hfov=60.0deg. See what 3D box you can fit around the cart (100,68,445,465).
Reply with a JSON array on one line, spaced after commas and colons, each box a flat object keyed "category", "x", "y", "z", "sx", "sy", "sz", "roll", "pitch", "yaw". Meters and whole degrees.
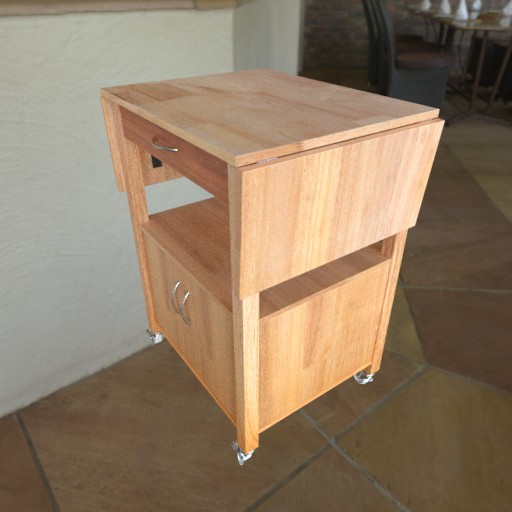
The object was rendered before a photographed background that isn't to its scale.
[{"category": "cart", "x": 0.000, "y": 0.000, "z": 1.216, "sx": 0.508, "sy": 0.838, "sz": 0.640, "roll": -21, "pitch": 37, "yaw": -29}]
